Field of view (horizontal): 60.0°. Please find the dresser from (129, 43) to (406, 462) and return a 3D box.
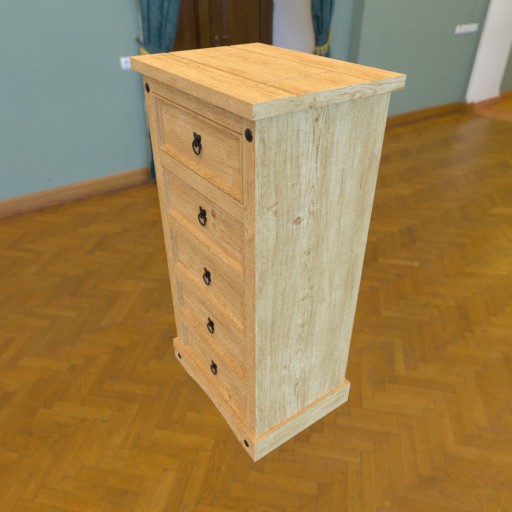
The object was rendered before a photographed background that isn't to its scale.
[{"bbox_3d":[0.000,0.000,1.294,0.390,1.041,0.531,-21,39,-29],"label":"dresser"}]
